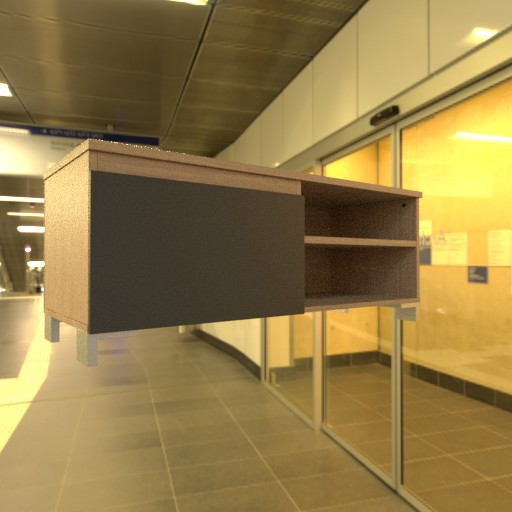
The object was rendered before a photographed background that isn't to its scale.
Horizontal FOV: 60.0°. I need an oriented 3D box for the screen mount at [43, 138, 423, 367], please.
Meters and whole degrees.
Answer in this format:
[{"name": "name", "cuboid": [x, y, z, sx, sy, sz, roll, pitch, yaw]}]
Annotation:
[{"name": "screen mount", "cuboid": [0.000, 0.000, 1.316, 1.084, 0.432, 0.406, 1, -1, -37]}]
